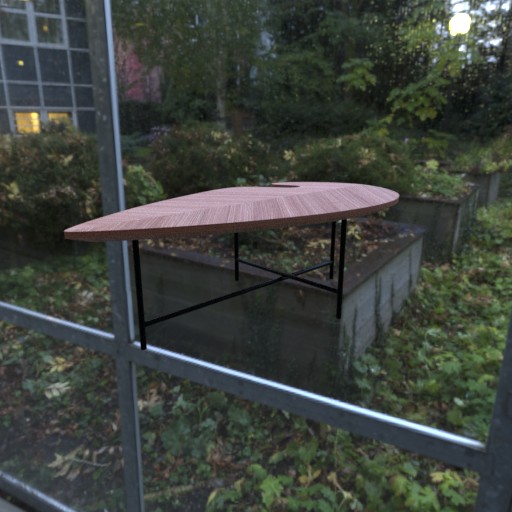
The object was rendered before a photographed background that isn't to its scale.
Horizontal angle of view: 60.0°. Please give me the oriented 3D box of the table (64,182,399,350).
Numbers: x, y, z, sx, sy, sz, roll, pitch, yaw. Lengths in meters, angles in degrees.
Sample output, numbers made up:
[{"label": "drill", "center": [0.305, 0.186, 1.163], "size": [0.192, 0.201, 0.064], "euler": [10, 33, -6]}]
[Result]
[{"label": "table", "center": [0.000, 0.000, 1.452], "size": [1.199, 0.360, 0.598], "euler": [-15, 22, -41]}]
